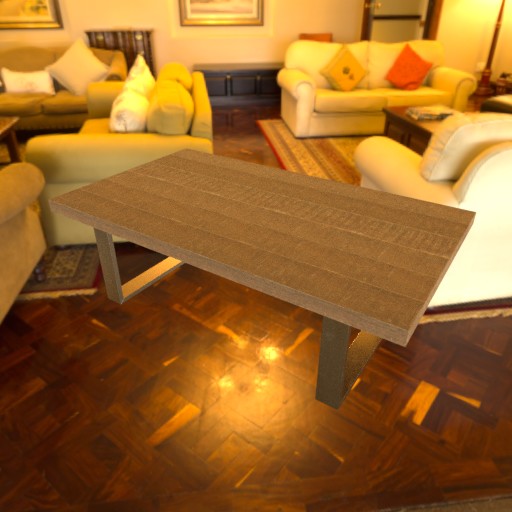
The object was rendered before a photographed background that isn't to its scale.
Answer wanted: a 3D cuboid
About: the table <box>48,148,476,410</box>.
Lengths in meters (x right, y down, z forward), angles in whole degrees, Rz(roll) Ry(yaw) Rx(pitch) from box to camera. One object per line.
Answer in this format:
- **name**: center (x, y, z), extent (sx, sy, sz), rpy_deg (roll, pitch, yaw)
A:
- **table**: center (0.000, 0.000, 1.776), extent (1.400, 0.440, 0.800), rpy_deg (19, 35, 29)
